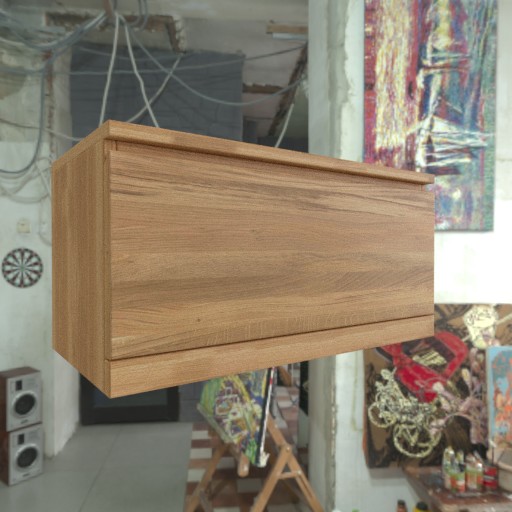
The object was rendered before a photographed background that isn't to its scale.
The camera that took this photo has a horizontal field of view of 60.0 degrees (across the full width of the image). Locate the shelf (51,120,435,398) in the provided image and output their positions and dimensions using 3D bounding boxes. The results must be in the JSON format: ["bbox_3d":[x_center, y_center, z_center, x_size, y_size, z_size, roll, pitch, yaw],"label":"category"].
[{"bbox_3d":[0.000,0.000,1.027,0.800,0.400,0.400,-1,1,-35],"label":"shelf"}]
